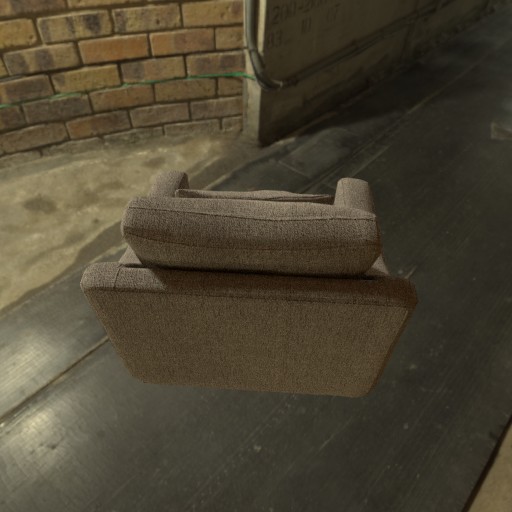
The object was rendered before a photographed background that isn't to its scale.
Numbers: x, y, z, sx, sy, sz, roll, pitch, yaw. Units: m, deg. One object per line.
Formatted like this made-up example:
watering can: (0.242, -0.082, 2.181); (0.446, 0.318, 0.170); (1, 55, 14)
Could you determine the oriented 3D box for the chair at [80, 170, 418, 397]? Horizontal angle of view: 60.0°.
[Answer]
chair: (0.000, 0.000, 2.032); (1.138, 1.037, 1.009); (3, 46, 3)
